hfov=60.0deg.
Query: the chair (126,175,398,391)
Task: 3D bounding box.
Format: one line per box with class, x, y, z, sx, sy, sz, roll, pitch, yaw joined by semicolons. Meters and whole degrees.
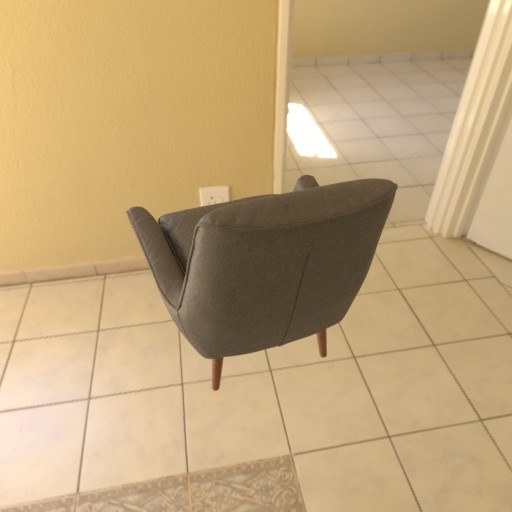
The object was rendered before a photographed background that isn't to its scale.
chair;0.000;0.000;1.546;0.787;0.888;0.822;-13;42;-15
